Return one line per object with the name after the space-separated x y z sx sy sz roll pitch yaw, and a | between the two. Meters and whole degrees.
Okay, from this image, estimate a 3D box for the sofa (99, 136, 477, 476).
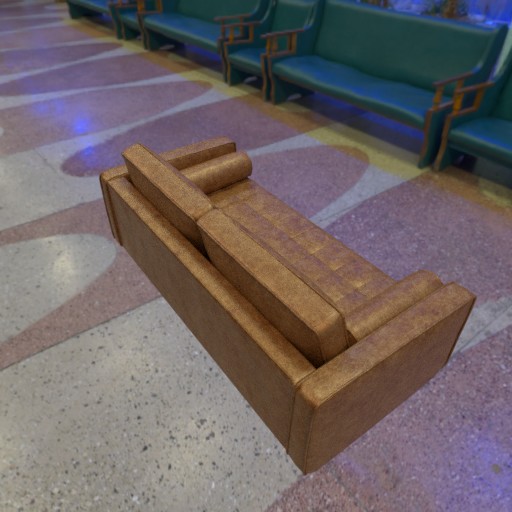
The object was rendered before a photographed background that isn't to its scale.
0.000 0.000 2.335 0.924 0.825 1.920 -25 46 -27 | sofa
